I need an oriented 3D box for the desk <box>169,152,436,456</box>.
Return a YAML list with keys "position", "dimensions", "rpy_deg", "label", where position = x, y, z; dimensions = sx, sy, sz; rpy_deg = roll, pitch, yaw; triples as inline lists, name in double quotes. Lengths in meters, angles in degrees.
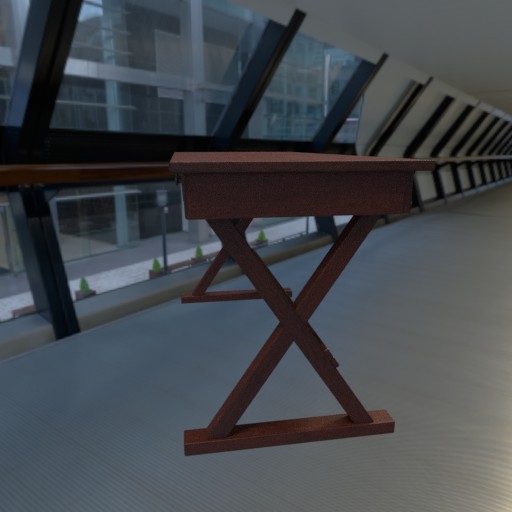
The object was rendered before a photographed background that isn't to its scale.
- position: [0.000, 0.000, 1.709]
  dimensions: [0.600, 0.761, 1.372]
  rpy_deg: [-2, 14, -9]
  label: "desk"
